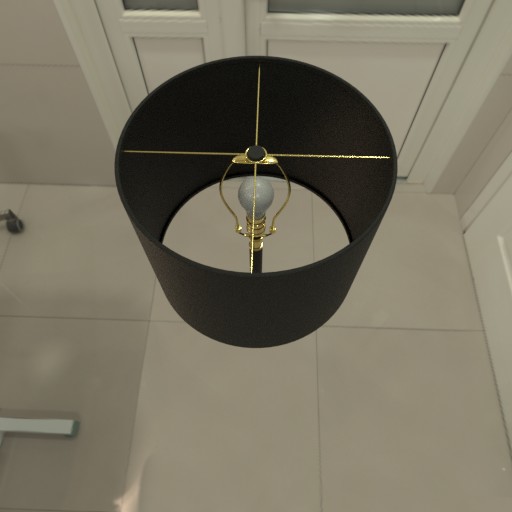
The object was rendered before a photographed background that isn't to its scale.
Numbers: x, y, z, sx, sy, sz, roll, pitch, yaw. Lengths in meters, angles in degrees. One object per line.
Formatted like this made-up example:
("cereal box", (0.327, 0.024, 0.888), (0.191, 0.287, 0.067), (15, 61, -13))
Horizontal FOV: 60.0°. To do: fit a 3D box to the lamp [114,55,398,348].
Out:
("lamp", (0.000, 0.000, 0.824), (0.359, 0.584, 0.359), (2, 62, 1))
